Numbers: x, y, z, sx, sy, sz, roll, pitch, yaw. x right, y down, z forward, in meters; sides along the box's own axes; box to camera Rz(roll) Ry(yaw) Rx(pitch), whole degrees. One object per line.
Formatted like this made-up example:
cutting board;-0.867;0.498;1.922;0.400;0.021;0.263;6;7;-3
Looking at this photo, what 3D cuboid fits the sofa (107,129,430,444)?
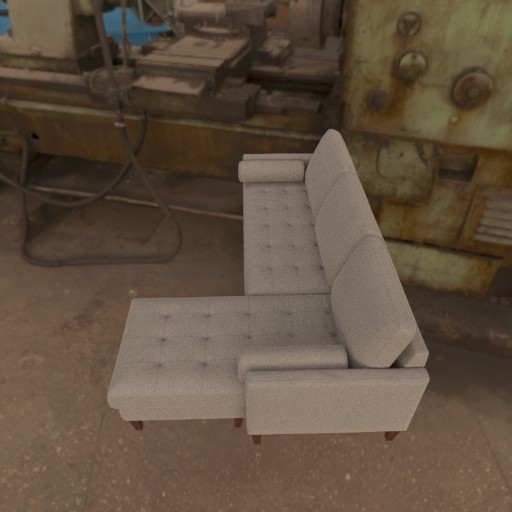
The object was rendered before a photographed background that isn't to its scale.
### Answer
sofa;0.000;0.000;2.896;1.506;0.875;2.178;-1;40;-1
